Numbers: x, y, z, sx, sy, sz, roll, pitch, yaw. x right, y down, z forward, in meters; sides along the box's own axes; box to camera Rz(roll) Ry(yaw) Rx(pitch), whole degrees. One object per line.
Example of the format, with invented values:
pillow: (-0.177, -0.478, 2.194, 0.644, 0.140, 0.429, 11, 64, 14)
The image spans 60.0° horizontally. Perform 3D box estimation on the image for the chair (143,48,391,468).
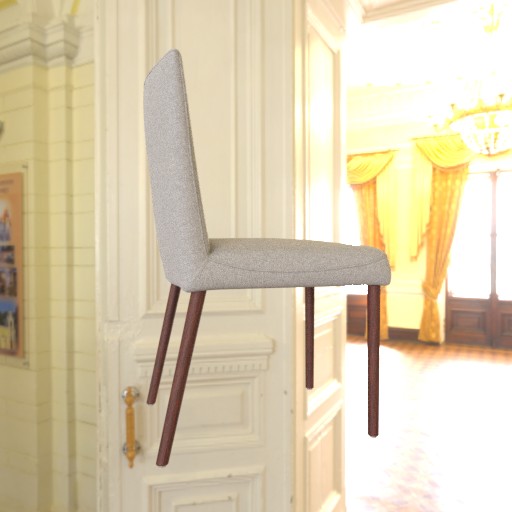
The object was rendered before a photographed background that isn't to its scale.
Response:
chair: (0.000, 0.000, 1.161, 0.570, 0.859, 0.456, 0, 1, -17)
